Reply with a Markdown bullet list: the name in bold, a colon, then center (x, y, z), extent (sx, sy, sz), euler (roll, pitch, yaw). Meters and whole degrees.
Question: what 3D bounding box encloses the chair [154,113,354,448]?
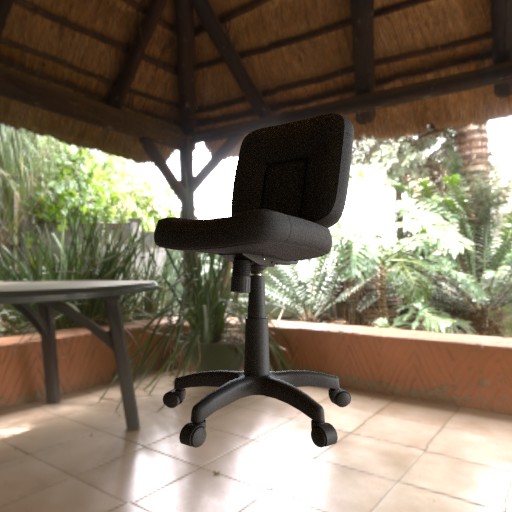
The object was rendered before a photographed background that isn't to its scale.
- **chair**: center (0.000, 0.000, 1.359), extent (0.610, 0.972, 0.610), euler (-1, -2, 35)
